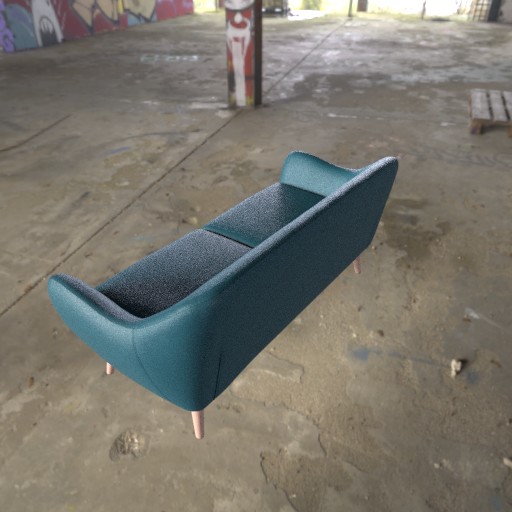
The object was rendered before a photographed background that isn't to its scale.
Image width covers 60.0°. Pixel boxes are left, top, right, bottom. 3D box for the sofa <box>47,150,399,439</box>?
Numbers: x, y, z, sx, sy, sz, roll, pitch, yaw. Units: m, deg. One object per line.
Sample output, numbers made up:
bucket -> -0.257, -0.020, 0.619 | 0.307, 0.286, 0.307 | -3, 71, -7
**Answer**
sofa -> 0.000, 0.000, 2.295 | 0.820, 0.836, 1.840 | 23, 40, 30
